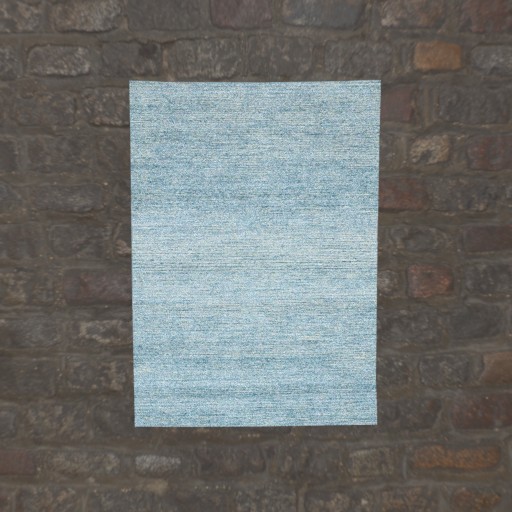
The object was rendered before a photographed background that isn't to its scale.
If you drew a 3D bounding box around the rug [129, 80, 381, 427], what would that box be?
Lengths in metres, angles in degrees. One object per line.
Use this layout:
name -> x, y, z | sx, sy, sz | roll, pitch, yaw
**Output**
rug -> 0.000, 0.000, 2.880 | 1.611, 0.026, 2.260 | 0, 93, -1
